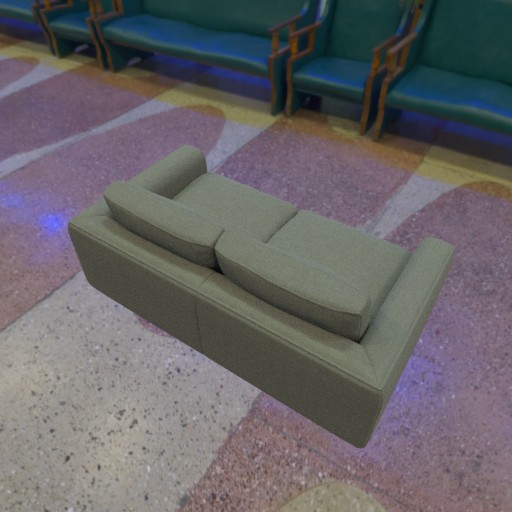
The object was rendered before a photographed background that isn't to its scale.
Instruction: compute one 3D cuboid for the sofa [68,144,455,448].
[{"bbox_3d":[0.000,0.000,2.530,1.920,0.800,1.069,25,50,24],"label":"sofa"}]
